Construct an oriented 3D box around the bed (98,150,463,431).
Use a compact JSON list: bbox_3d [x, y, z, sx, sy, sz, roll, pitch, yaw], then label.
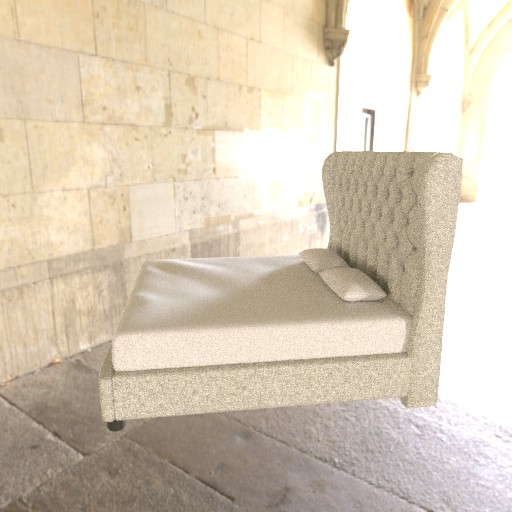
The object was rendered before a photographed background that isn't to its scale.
[{"bbox_3d":[0.000,0.000,3.841,2.347,1.771,2.219,-2,14,-8],"label":"bed"}]
